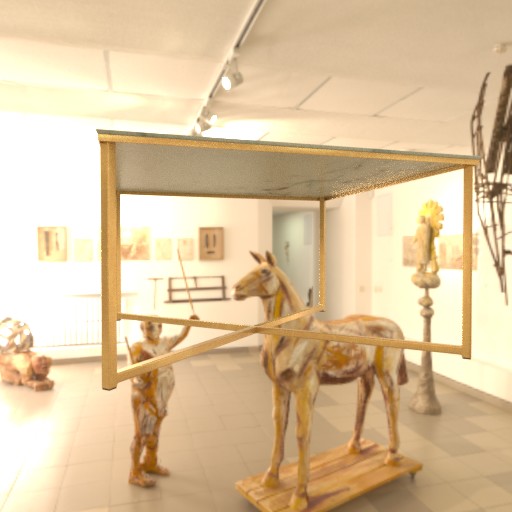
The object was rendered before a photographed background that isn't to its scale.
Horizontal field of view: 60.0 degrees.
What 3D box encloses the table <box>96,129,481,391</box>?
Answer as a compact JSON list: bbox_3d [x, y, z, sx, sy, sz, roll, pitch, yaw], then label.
[{"bbox_3d":[0.000,0.000,1.250,0.800,0.450,0.800,0,1,-16],"label":"table"}]
